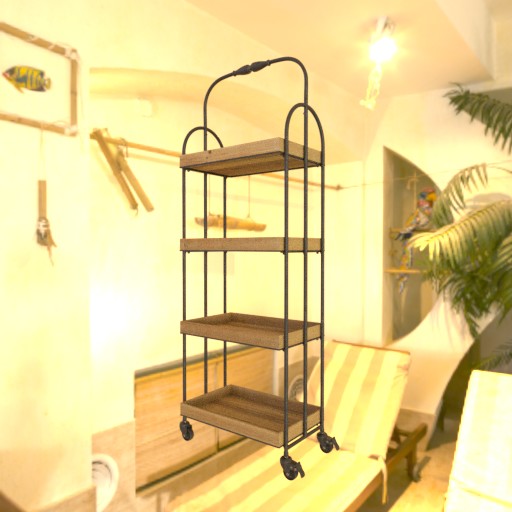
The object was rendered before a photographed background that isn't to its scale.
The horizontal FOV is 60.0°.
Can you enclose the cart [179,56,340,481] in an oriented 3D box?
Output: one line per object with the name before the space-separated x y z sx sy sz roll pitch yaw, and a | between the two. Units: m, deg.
cart | 0.000 0.000 1.709 0.581 1.481 0.308 1 1 38
